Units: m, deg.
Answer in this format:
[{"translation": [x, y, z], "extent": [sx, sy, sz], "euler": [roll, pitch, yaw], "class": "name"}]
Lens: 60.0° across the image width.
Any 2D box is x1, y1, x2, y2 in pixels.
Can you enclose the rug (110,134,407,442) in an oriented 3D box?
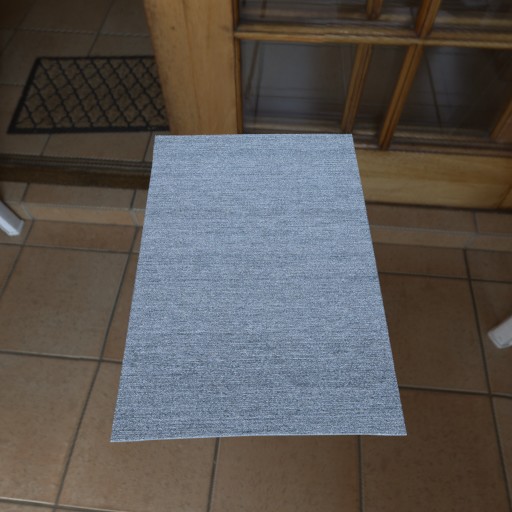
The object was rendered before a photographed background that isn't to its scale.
[{"translation": [0.000, 0.000, 3.015], "extent": [1.616, 0.030, 2.338], "euler": [-1, 58, 0], "class": "rug"}]
